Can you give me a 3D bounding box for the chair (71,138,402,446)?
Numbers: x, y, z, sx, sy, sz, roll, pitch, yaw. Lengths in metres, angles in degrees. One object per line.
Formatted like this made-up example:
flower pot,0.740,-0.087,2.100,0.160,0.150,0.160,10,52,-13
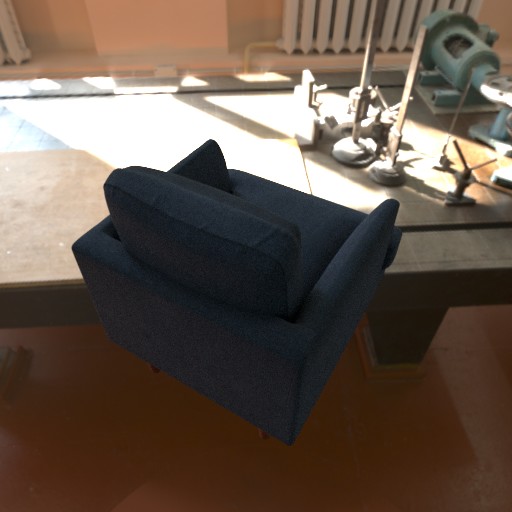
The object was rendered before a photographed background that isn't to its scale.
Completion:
chair,0.000,0.000,1.645,0.858,0.957,0.899,23,50,21
